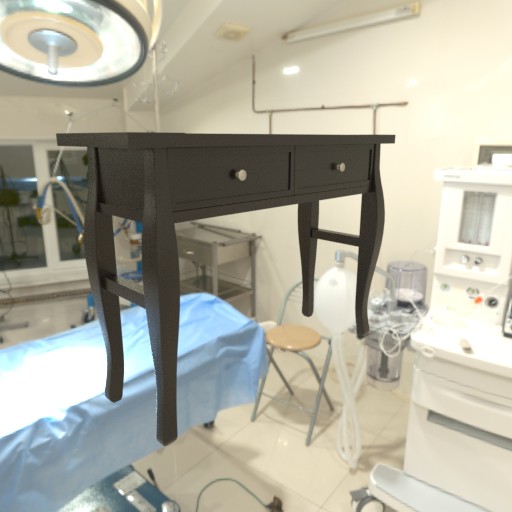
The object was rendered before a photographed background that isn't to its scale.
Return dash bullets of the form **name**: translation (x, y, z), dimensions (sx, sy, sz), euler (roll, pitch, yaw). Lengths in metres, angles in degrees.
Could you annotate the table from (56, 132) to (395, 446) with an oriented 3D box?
- **table**: translation (0.000, 0.000, 1.449), dimensions (1.062, 0.768, 0.373), euler (-14, 21, -43)
